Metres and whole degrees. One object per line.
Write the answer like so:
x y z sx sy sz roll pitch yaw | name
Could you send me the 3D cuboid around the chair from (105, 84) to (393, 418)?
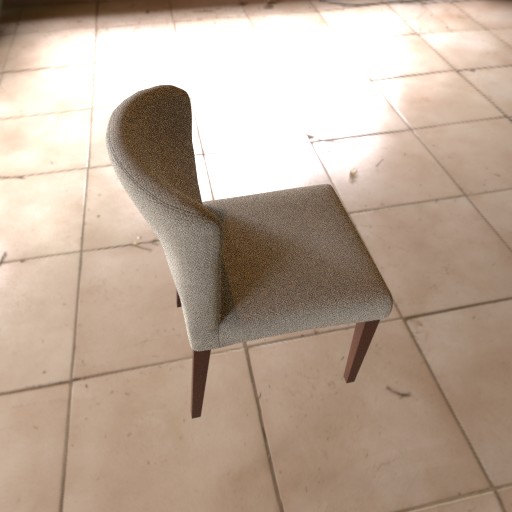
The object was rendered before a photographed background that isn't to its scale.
0.000 0.000 1.186 0.589 0.839 0.491 -10 48 -9 | chair
